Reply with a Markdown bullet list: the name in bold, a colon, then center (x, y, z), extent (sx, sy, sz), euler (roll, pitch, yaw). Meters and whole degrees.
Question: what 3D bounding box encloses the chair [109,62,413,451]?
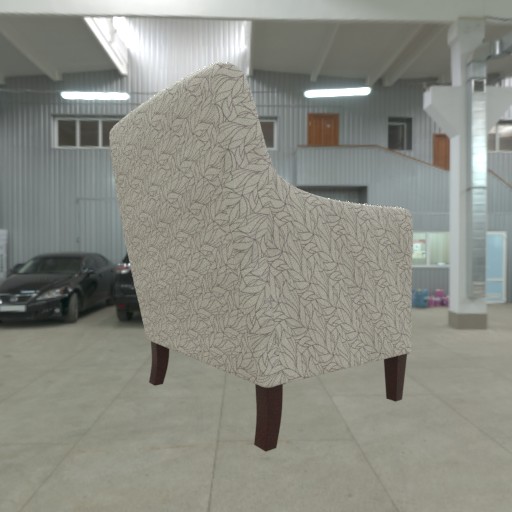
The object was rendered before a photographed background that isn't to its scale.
- **chair**: center (0.000, 0.000, 1.293), extent (0.651, 0.816, 0.623), euler (-1, 2, -37)
